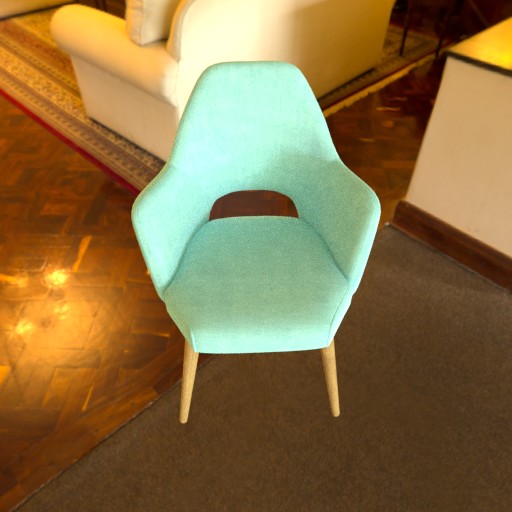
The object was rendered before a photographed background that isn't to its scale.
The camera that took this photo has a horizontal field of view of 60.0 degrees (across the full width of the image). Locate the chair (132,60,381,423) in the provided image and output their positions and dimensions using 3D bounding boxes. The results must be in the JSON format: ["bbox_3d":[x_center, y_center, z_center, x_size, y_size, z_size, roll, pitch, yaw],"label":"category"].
[{"bbox_3d":[0.000,0.000,1.230,0.590,0.840,0.610,-2,45,-2],"label":"chair"}]
